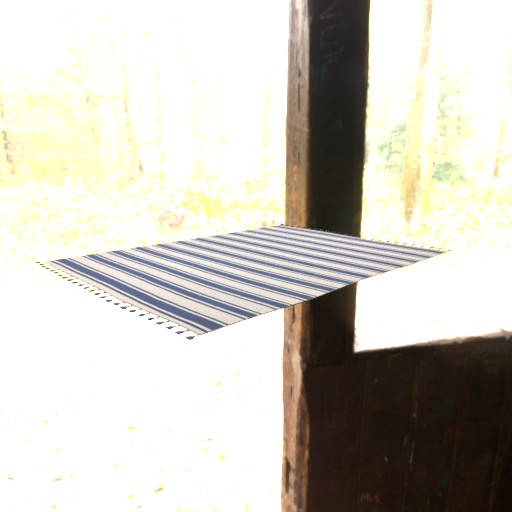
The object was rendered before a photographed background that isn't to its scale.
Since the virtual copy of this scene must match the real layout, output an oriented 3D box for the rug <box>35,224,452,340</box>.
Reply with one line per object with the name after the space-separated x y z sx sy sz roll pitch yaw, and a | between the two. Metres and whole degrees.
0.000 0.000 4.406 3.416 0.016 2.471 -12 18 -42 | rug
